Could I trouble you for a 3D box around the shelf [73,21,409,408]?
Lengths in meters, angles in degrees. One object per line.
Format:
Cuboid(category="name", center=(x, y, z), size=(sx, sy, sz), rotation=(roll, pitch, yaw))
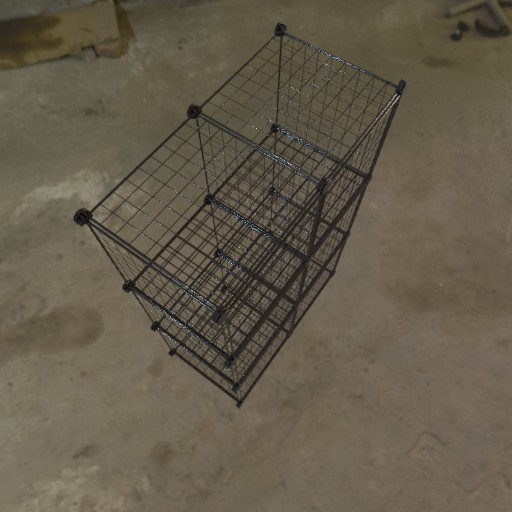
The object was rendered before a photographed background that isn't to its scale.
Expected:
Cuboid(category="shelf", center=(0.000, 0.000, 1.403), size=(0.356, 1.067, 0.711), rotation=(33, 68, 15))
